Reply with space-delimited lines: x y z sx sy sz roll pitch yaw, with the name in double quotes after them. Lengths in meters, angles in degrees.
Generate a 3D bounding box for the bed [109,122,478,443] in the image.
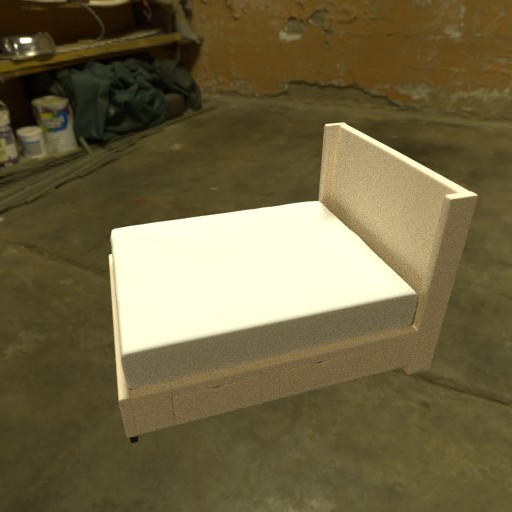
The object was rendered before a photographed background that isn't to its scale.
0.000 0.000 3.485 2.280 1.471 1.765 -9 33 -15 "bed"
